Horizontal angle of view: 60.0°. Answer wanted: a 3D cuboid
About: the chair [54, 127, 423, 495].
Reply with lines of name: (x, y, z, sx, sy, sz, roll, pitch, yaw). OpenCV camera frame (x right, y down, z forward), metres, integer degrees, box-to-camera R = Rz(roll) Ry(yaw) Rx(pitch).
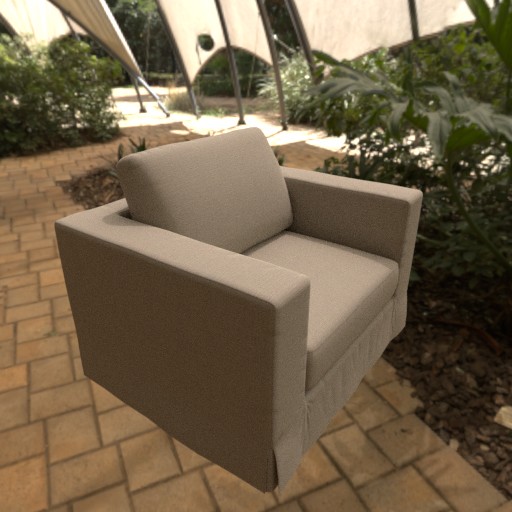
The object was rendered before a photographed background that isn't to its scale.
chair: (0.000, 0.000, 1.766, 0.957, 0.878, 1.150, 17, 30, 32)
